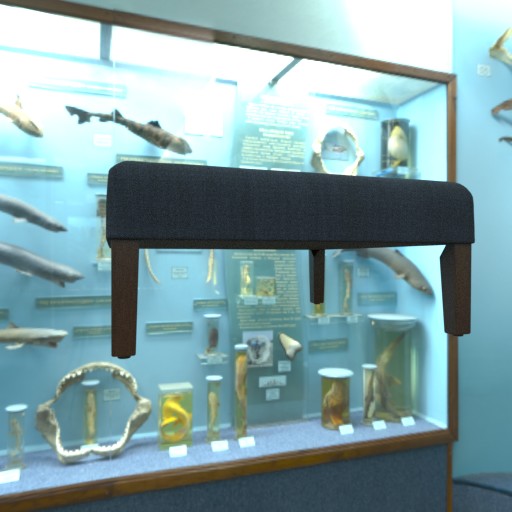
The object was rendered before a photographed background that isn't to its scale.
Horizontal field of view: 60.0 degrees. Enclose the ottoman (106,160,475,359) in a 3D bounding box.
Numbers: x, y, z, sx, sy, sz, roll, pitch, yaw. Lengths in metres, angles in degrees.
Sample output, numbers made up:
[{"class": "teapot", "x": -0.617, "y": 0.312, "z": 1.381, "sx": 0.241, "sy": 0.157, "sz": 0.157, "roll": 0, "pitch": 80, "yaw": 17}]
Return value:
[{"class": "ottoman", "x": 0.000, "y": 0.000, "z": 1.402, "sx": 0.889, "sy": 0.411, "sz": 0.890, "roll": 0, "pitch": 0, "yaw": -18}]
